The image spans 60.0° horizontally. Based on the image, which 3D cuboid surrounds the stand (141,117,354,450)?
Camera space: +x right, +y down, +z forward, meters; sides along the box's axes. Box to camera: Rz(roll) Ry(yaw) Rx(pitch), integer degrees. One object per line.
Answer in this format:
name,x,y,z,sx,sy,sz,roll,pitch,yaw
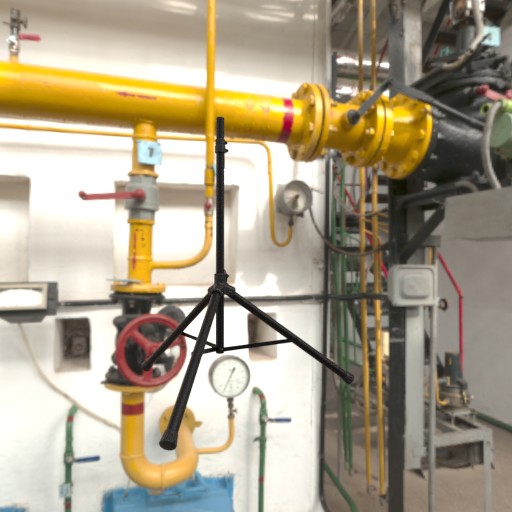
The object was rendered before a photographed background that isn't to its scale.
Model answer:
stand,0.000,0.000,1.861,0.907,1.136,1.045,0,-1,-16
